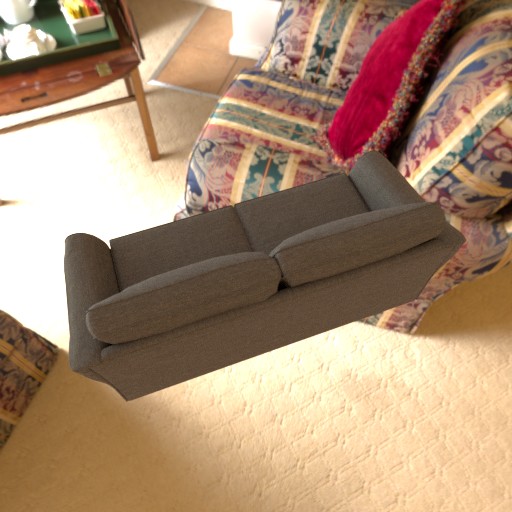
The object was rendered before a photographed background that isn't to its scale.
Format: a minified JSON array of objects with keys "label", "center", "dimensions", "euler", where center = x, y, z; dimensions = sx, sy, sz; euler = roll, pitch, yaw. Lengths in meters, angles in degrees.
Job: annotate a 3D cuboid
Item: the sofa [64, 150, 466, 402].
[{"label":"sofa","center":[0.000,0.000,2.805],"dimensions":[2.270,0.950,0.971],"euler":[-17,60,-10]}]
